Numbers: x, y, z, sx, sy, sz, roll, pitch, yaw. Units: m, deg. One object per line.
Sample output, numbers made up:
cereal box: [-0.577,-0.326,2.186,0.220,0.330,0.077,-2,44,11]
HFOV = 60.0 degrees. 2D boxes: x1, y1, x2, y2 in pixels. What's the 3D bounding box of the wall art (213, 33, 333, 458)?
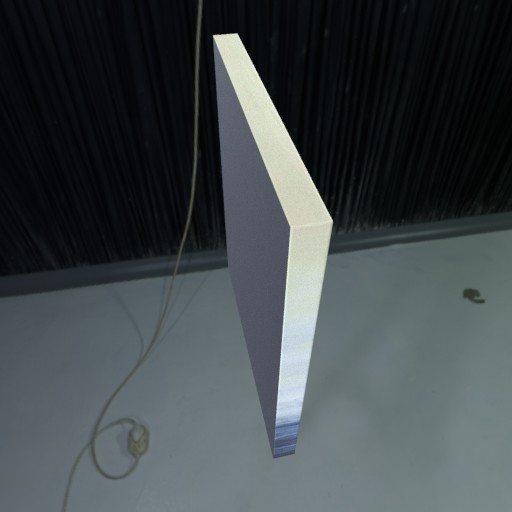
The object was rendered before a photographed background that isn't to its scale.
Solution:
wall art: [0.000,0.000,0.696,0.037,0.511,0.435,-9,46,-8]
